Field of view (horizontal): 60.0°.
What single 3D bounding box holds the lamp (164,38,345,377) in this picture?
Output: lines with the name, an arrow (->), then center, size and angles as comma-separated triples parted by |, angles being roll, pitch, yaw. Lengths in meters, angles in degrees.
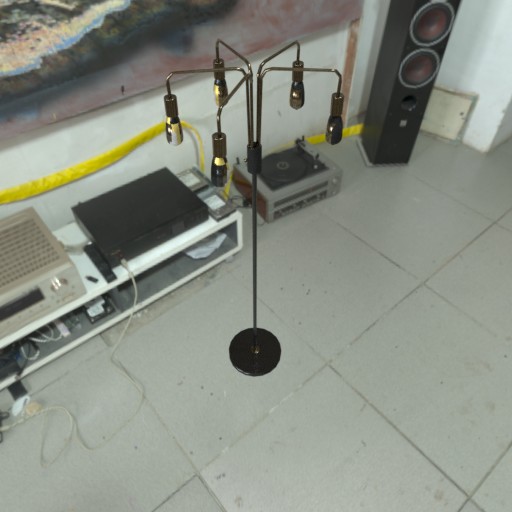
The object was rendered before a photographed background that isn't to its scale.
lamp -> 0.000, 0.000, 2.003 | 0.572, 1.721, 0.599 | 15, 49, 14
